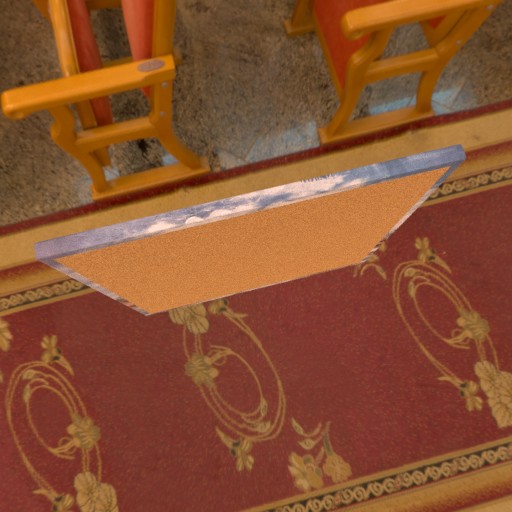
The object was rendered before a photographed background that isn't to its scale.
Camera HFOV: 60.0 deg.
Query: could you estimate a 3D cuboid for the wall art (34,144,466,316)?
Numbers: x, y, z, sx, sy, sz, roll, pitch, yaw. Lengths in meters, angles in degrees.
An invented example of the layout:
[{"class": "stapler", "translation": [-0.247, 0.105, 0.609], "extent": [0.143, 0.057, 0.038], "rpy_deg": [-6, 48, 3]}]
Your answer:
[{"class": "wall art", "translation": [0.000, 0.000, 1.503], "extent": [1.010, 1.020, 0.040], "rpy_deg": [-14, 76, -4]}]
